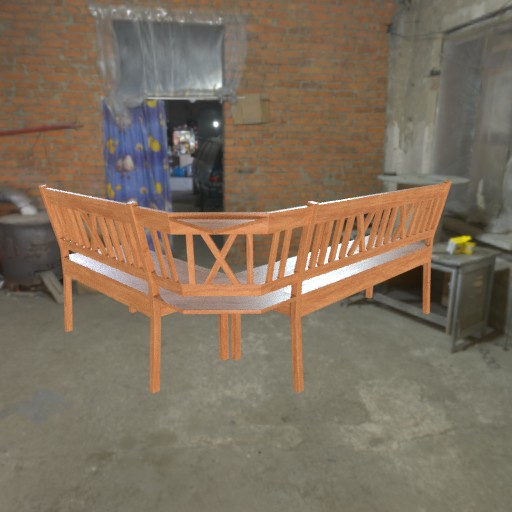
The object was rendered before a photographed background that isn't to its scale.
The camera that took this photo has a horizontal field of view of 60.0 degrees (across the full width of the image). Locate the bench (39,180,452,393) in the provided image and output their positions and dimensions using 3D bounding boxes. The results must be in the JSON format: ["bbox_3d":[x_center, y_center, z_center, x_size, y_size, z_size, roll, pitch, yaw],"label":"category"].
[{"bbox_3d":[0.000,0.000,2.755,1.537,0.902,1.937,14,21,43],"label":"bench"}]
